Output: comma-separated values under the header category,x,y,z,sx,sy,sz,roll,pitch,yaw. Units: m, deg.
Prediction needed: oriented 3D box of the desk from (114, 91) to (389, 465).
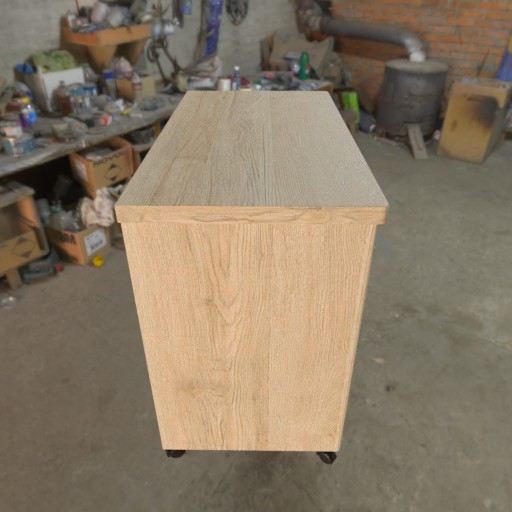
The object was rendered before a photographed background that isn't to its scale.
category,x,y,z,sx,sy,sz,roll,pitch,yaw
desk,0.000,0.000,1.345,0.480,0.770,0.885,0,33,1
